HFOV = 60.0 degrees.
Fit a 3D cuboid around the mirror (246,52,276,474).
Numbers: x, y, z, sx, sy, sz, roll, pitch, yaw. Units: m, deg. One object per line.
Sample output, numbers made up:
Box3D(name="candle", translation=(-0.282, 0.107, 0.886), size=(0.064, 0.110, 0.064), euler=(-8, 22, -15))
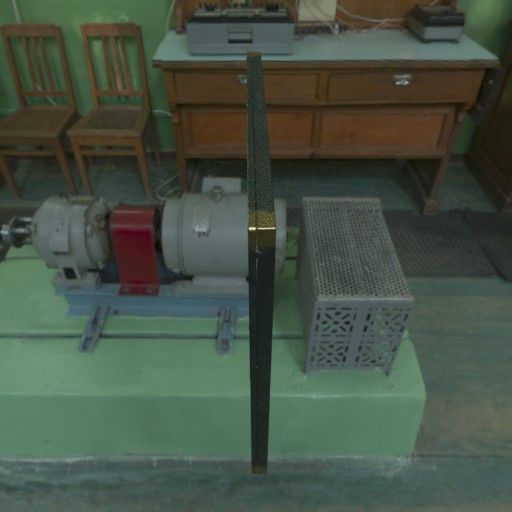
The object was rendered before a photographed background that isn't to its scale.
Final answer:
Box3D(name="mirror", translation=(0.000, 0.000, 0.564), size=(0.020, 0.381, 0.382), euler=(-1, 41, -1))
